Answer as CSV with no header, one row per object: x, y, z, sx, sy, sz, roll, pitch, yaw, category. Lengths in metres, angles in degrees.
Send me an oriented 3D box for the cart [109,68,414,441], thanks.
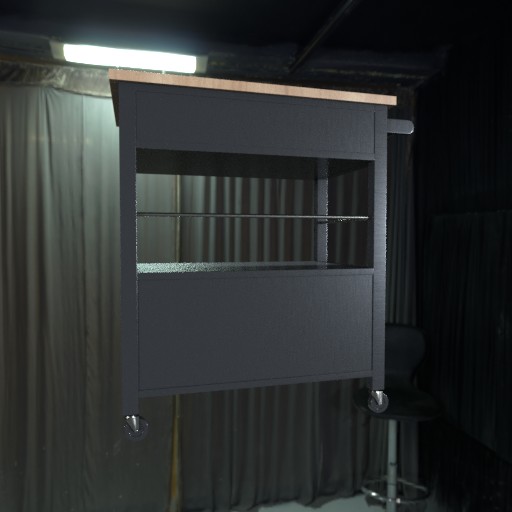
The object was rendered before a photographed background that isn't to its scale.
0.000,0.000,1.383,0.840,0.901,0.459,-1,2,-15,cart
